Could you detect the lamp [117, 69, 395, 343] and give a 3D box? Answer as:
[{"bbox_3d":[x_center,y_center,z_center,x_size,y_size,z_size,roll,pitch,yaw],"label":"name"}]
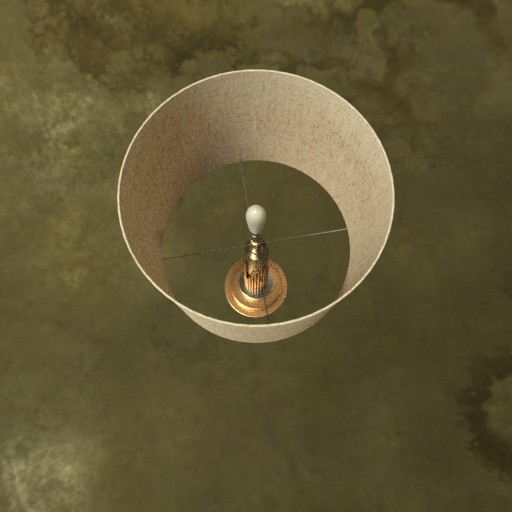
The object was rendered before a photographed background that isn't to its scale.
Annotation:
[{"bbox_3d":[0.000,0.000,0.808,0.321,0.610,0.321,36,78,9],"label":"lamp"}]
